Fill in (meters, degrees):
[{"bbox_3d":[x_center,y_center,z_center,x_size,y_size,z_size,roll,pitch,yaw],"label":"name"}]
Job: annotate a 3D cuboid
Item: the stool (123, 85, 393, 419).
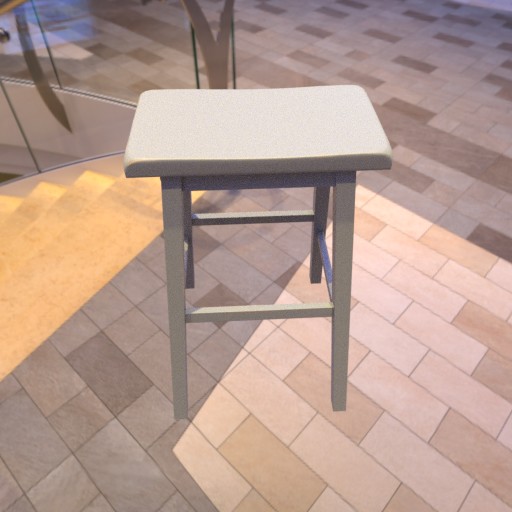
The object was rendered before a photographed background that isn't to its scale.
[{"bbox_3d":[0.000,0.000,1.071,0.457,0.737,0.476,-2,47,-2],"label":"stool"}]
